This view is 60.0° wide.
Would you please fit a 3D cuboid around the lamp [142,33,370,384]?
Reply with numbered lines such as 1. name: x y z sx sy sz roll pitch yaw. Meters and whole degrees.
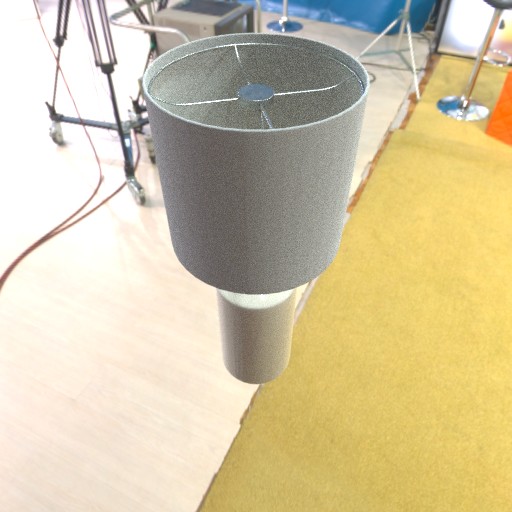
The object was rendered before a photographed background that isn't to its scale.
1. lamp: 0.000 0.000 0.594 0.212 0.493 0.212 -10 46 -9
